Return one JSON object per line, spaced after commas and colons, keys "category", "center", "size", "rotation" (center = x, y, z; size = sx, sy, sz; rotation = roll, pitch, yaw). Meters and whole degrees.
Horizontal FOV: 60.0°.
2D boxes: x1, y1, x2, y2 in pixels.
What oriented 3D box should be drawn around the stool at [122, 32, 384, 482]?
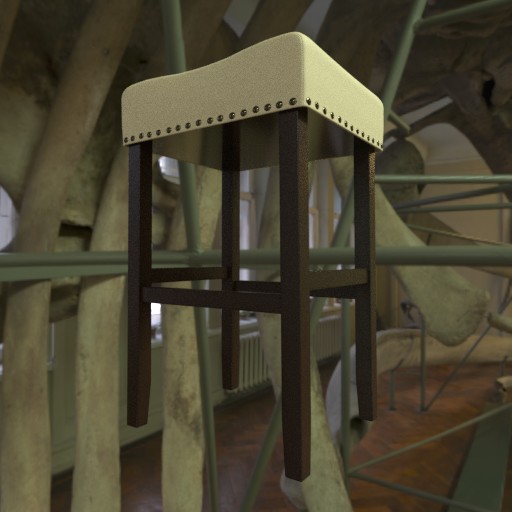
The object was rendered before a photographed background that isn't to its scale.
{"category": "stool", "center": [0.000, 0.000, 1.019], "size": [0.471, 0.762, 0.401], "rotation": [0, 0, 35]}
